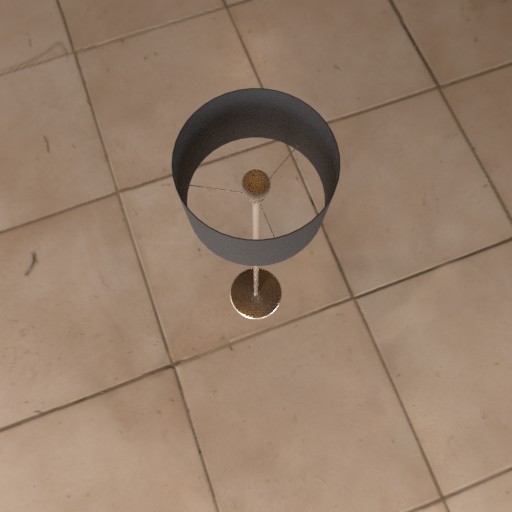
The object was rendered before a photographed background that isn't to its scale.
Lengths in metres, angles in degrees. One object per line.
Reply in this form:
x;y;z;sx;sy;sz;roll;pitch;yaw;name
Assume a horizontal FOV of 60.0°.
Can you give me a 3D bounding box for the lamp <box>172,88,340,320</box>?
0.000;0.000;1.608;0.348;1.443;0.348;-21;75;-6;lamp
